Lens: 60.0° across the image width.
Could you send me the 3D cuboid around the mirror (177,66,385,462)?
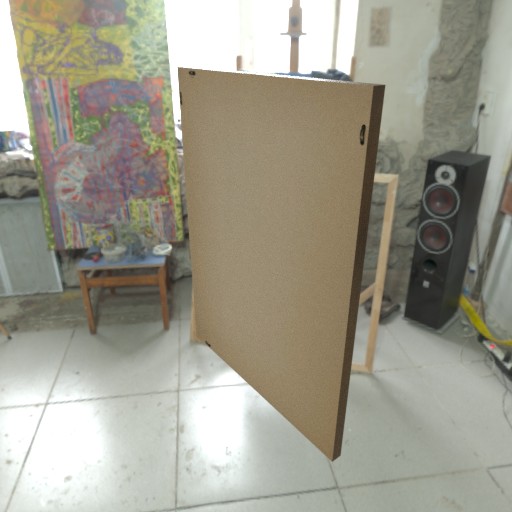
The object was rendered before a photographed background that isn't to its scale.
[{"bbox_3d":[0.000,0.000,1.332,0.040,1.016,0.762,-19,32,-33],"label":"mirror"}]
